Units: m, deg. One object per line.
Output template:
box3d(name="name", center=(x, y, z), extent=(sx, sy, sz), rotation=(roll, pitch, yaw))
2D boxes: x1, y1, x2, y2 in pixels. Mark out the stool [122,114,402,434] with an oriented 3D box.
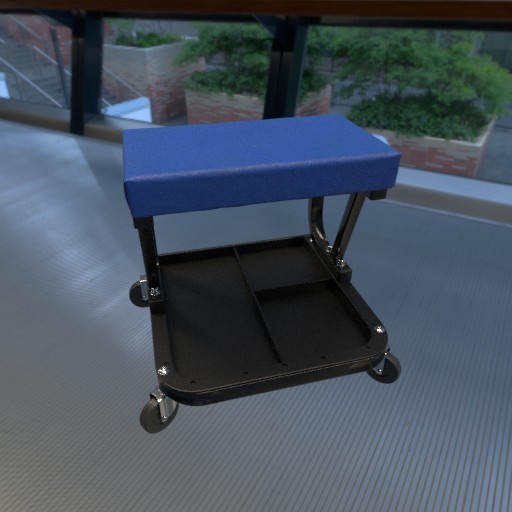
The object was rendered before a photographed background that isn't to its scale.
box3d(name="stool", center=(0.000, 0.000, 0.730), extent=(0.446, 0.380, 0.371), rotation=(-8, 33, -12))
